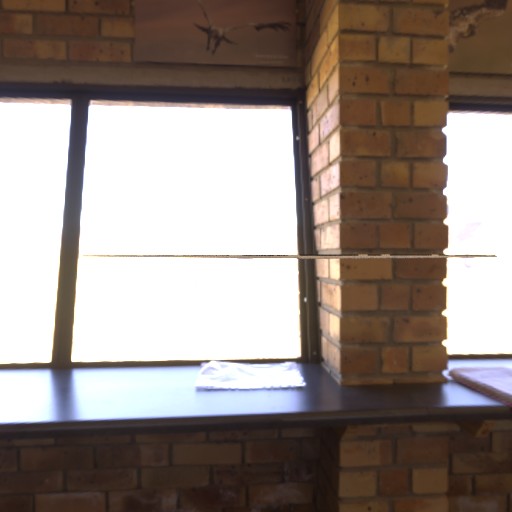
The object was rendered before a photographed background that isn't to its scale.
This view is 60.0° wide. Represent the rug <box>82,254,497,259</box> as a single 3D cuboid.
[{"bbox_3d":[0.000,0.000,2.846,1.555,0.016,2.286,0,0,-36],"label":"rug"}]
